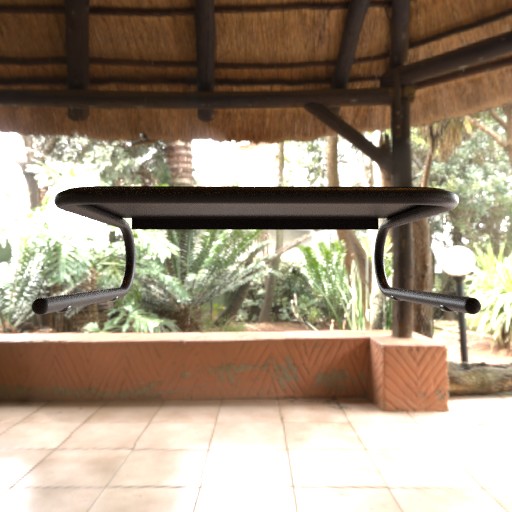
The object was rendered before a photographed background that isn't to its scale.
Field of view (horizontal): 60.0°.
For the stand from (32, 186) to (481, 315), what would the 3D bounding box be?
[{"bbox_3d":[0.000,0.000,0.501,0.370,0.108,0.280,0,-2,-1],"label":"stand"}]
